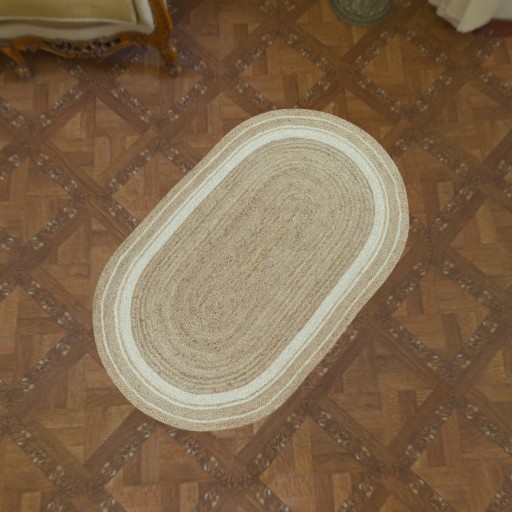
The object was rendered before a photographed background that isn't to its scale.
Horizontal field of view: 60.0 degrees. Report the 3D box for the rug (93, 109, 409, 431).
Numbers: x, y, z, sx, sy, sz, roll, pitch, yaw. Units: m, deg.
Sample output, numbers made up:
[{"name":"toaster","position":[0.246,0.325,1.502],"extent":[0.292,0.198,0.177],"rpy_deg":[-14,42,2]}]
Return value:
[{"name":"rug","position":[0.000,0.000,2.977],"extent":[1.520,0.006,2.432],"rpy_deg":[40,79,9]}]
